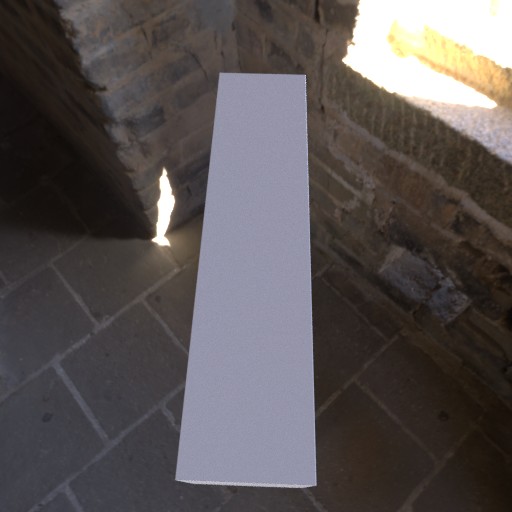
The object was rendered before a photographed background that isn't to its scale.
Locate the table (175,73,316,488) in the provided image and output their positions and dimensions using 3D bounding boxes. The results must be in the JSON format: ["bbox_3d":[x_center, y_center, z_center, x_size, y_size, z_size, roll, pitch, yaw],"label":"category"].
[{"bbox_3d":[0.000,0.000,1.798,0.390,0.420,1.650,2,62,1],"label":"table"}]
